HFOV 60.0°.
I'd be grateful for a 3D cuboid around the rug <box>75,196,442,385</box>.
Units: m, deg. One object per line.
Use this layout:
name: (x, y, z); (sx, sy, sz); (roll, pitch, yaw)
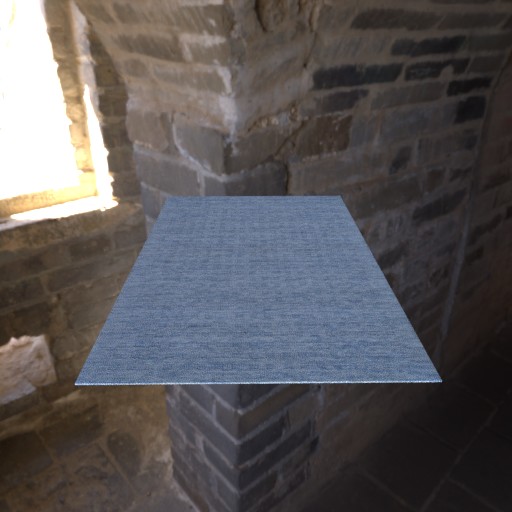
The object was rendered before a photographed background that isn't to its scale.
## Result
rug: (0.000, 0.000, 2.161); (1.142, 0.006, 1.752); (0, 27, -1)
